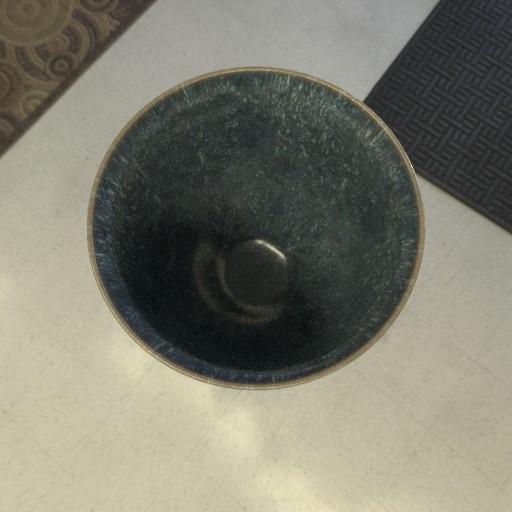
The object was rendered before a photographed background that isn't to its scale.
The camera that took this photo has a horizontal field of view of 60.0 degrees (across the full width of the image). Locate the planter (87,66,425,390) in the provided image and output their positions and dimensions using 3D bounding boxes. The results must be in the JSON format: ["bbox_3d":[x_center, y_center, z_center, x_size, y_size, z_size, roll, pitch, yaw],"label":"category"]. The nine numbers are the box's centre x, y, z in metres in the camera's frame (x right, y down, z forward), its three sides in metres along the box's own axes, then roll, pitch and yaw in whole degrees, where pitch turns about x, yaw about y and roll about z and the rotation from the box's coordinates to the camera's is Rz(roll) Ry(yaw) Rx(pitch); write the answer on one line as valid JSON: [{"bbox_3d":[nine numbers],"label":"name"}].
[{"bbox_3d":[0.000,0.000,0.359,0.195,0.214,0.195,0,77,0],"label":"planter"}]
